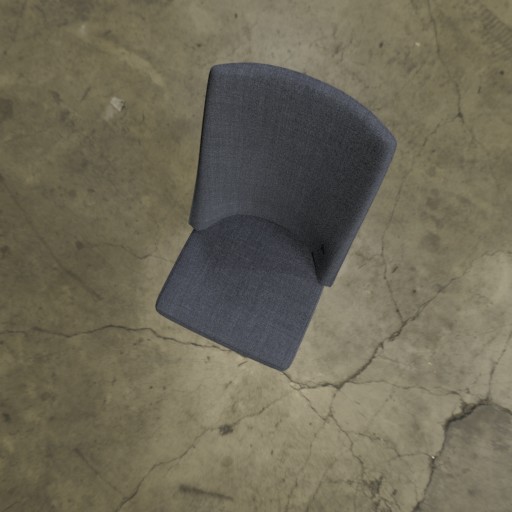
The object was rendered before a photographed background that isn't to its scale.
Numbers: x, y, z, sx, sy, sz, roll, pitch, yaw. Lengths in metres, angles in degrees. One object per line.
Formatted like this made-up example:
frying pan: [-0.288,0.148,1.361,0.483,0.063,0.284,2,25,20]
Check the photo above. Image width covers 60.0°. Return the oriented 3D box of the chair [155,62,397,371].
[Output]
chair: [0.000,0.000,1.368,0.510,1.050,0.577,24,78,6]
